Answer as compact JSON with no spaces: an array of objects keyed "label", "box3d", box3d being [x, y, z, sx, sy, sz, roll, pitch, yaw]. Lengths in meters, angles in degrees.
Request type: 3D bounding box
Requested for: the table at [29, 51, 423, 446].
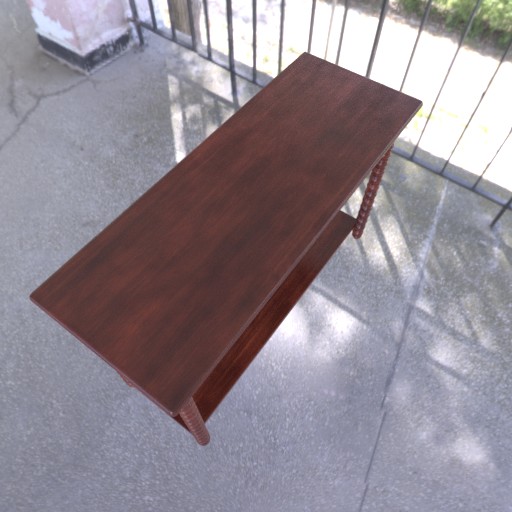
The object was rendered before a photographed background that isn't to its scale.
[{"label":"table","box3d":[0.000,0.000,1.523,0.459,0.740,1.184,32,63,18]}]
